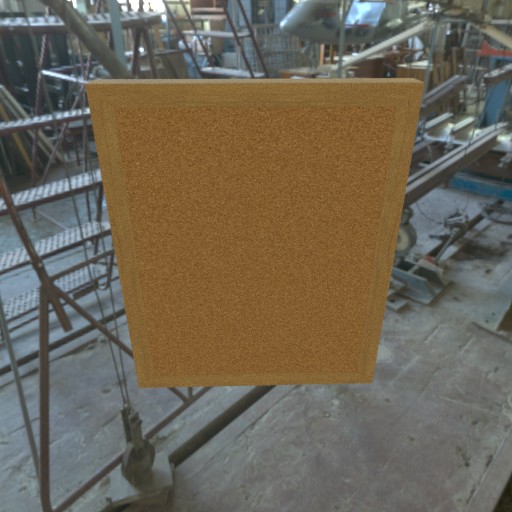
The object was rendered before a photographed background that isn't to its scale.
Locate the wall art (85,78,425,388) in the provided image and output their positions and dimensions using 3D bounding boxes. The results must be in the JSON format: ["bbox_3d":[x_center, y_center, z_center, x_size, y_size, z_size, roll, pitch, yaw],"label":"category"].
[{"bbox_3d":[0.000,0.000,0.512,0.312,0.380,0.030,-1,29,-1],"label":"wall art"}]
